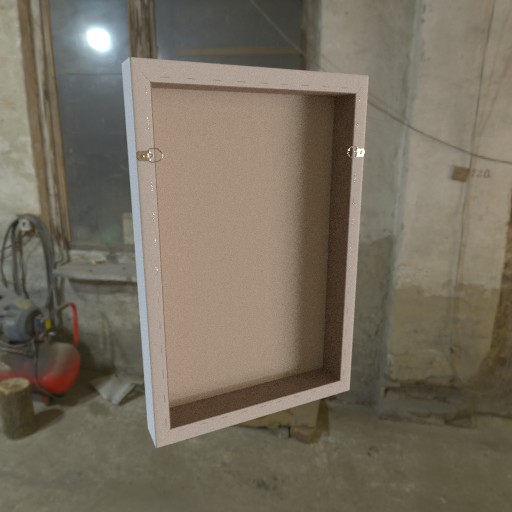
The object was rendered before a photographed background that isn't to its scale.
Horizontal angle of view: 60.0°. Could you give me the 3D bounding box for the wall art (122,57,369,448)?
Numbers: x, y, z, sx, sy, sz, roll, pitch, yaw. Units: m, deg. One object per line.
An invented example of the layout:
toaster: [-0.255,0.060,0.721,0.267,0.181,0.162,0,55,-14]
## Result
wall art: [0.000,0.000,0.487,0.252,0.381,0.039,-7,16,-25]
